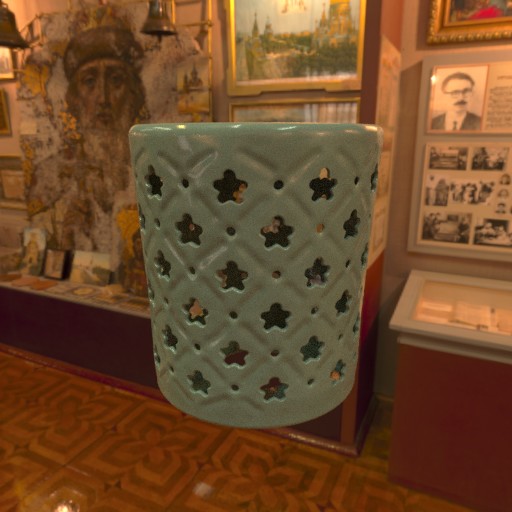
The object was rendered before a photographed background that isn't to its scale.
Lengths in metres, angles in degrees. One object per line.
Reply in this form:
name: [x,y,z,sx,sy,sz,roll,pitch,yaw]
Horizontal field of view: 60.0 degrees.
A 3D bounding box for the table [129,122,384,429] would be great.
table: [0.000,0.000,0.677,0.352,0.387,0.352,0,15,0]
